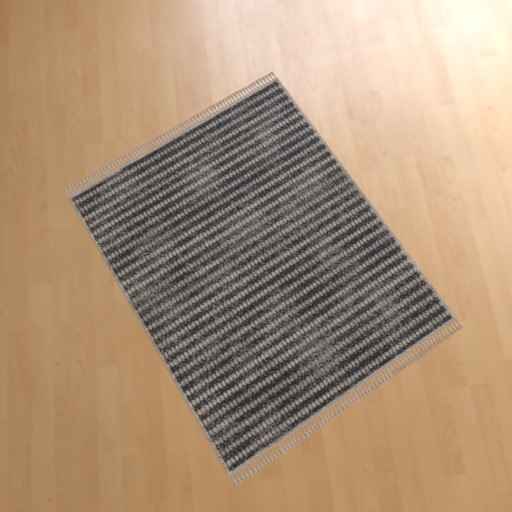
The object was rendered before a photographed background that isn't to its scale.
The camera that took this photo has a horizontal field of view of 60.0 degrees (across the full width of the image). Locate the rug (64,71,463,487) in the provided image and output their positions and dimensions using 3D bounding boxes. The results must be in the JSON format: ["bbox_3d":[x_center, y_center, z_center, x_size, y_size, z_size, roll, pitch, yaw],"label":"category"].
[{"bbox_3d":[0.000,0.000,3.838,2.256,0.013,2.910,-32,79,-7],"label":"rug"}]
